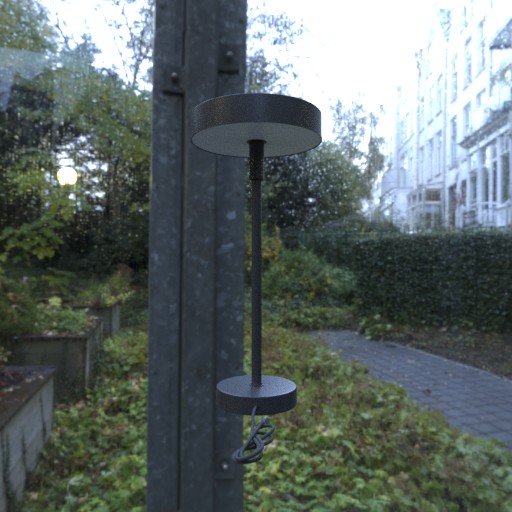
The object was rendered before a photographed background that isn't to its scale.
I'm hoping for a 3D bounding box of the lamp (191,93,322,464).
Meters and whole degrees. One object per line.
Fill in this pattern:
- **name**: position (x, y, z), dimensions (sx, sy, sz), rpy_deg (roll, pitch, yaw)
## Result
- **lamp**: position (0.000, 0.000, 0.707), dimensions (0.229, 0.508, 0.369), rpy_deg (0, -1, 1)
